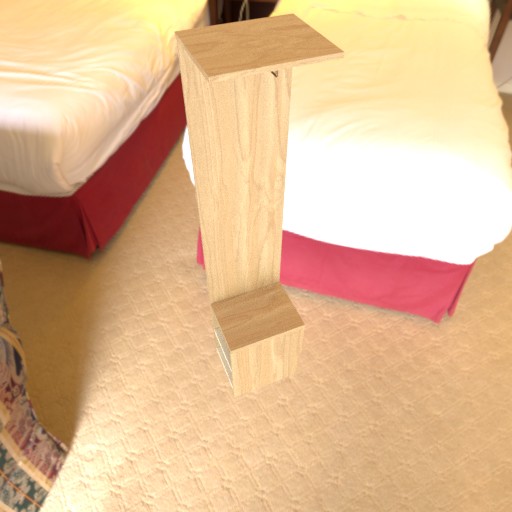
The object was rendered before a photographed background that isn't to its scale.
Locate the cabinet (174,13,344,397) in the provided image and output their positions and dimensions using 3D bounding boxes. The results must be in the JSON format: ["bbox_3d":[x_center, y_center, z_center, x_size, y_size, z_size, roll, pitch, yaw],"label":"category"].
[{"bbox_3d":[0.000,0.000,2.010,0.411,1.879,0.338,-17,49,-15],"label":"cabinet"}]
